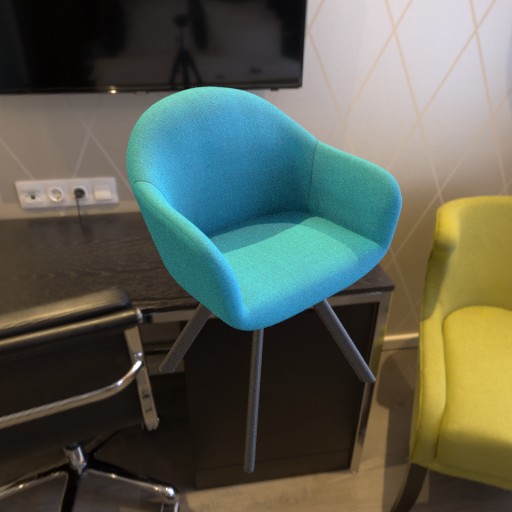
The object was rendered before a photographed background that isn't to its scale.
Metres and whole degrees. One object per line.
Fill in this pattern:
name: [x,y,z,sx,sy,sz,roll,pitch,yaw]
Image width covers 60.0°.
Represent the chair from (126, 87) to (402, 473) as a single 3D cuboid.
chair: [0.000,0.000,1.188,0.590,0.795,0.550,-22,37,-33]
